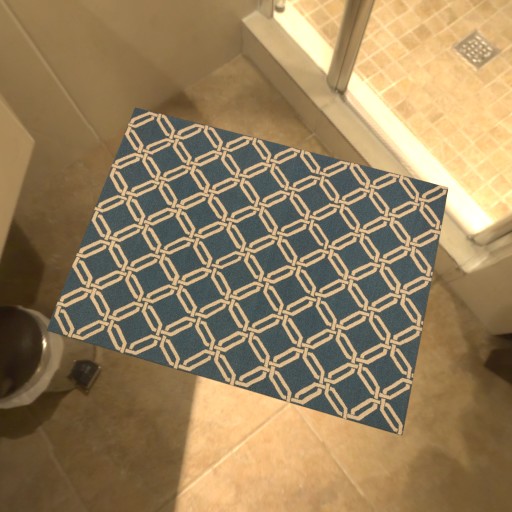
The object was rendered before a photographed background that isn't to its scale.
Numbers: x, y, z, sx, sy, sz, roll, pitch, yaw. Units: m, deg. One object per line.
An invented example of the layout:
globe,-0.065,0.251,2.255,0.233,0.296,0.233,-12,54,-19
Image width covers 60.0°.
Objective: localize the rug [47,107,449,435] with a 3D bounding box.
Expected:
rug,0.000,0.000,4.277,3.342,0.018,2.432,15,76,4
